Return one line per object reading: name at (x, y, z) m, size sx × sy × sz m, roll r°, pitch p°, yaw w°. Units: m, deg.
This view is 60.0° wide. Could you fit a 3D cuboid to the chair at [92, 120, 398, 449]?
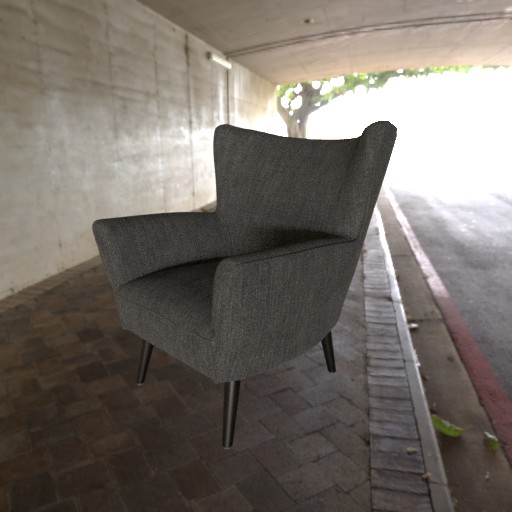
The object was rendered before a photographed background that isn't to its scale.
chair at (0.000, 0.000, 1.600) m, size 0.888 × 0.933 × 0.781 m, roll -15°, pitch 21°, yaw -43°
